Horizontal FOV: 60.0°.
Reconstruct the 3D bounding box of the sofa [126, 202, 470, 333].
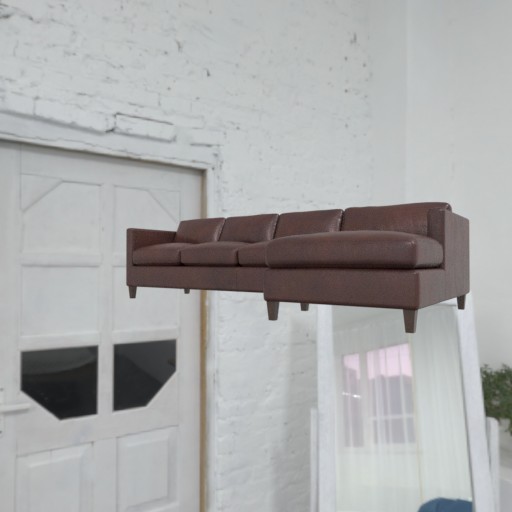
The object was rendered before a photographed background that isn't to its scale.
[{"bbox_3d":[0.000,0.000,3.921,3.203,0.883,1.581,0,-1,35],"label":"sofa"}]
